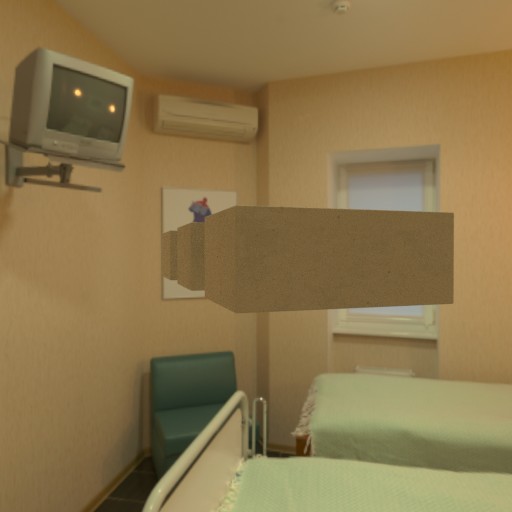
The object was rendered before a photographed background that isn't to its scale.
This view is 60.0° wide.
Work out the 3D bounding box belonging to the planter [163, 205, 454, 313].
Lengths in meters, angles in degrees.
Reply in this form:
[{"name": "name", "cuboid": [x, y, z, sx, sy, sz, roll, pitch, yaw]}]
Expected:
[{"name": "planter", "cuboid": [0.000, 0.000, 0.388, 0.127, 0.051, 0.333, 0, 1, -18]}]
